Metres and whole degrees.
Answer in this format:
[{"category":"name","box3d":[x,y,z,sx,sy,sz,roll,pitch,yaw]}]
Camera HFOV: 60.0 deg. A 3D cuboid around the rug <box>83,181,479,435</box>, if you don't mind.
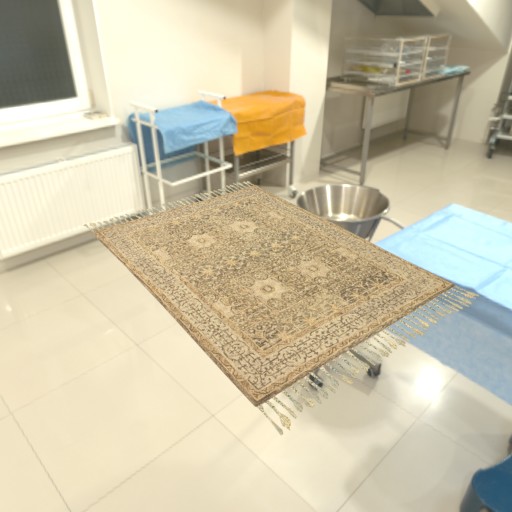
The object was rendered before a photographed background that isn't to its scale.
[{"category":"rug","box3d":[0.000,0.000,3.117,1.619,0.023,2.465,-21,37,-31]}]
